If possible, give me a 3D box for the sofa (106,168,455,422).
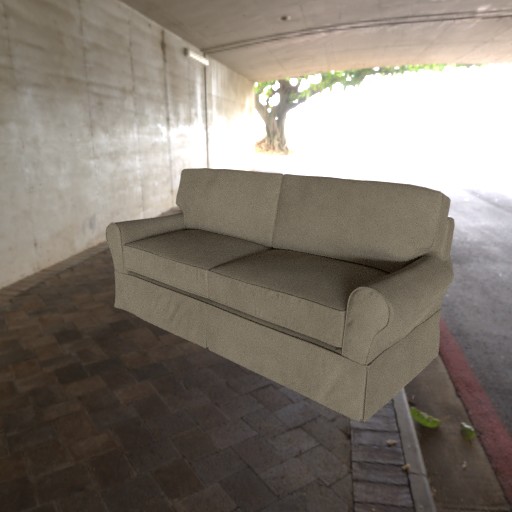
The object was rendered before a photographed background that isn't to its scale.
[{"bbox_3d":[0.000,0.000,2.842,2.246,1.014,0.900,14,21,40],"label":"sofa"}]
